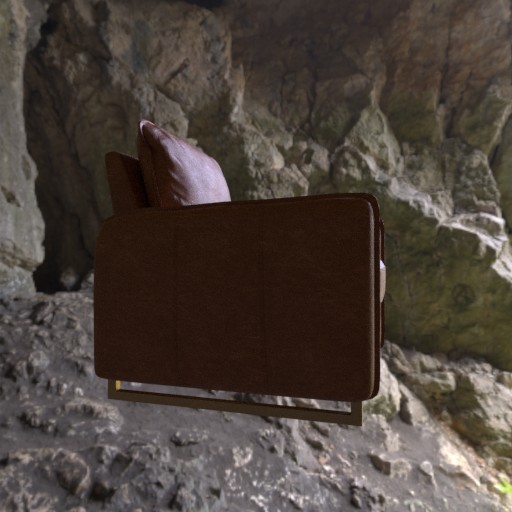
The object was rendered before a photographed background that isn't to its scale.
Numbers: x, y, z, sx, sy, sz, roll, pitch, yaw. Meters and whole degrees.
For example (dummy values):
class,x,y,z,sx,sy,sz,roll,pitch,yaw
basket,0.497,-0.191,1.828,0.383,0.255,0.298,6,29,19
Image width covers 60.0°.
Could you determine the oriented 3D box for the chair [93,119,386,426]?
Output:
class,x,y,z,sx,sy,sz,roll,pitch,yaw
chair,0.000,0.000,1.650,0.922,0.922,0.830,0,0,17
